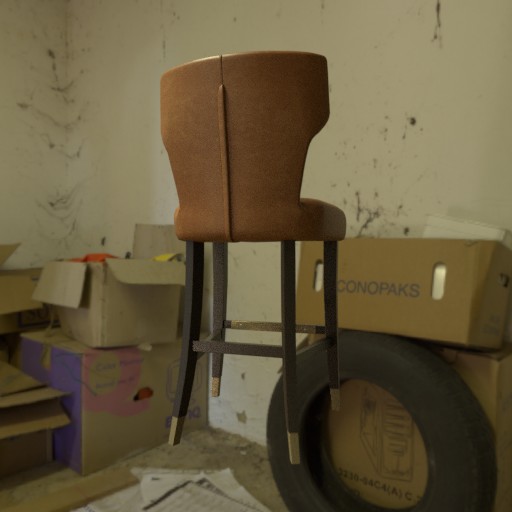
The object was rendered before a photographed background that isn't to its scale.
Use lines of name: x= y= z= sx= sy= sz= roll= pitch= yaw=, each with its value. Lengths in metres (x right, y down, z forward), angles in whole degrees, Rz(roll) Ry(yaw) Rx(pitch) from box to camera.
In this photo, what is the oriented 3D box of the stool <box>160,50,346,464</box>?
stool: x=0.000 y=0.000 z=1.432 sx=0.526 sy=1.092 sz=0.563 roll=0 pitch=1 yaw=18
